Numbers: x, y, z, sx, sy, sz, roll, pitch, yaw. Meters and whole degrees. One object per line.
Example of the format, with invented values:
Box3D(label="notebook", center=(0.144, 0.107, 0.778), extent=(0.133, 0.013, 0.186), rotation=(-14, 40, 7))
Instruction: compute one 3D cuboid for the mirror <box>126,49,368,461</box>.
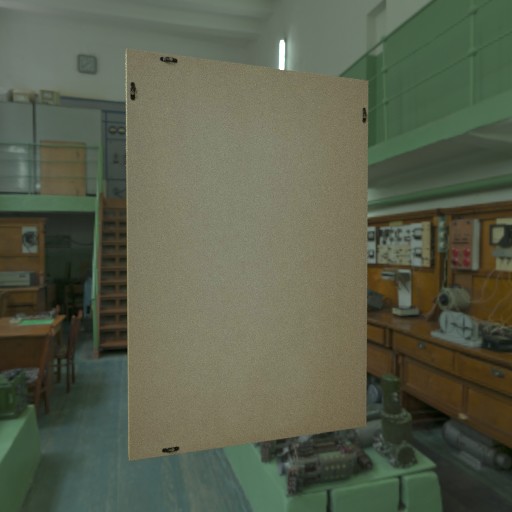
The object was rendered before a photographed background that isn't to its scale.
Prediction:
Box3D(label="mirror", center=(0.000, 0.000, 1.092), extent=(0.609, 0.915, 0.041), rotation=(0, 1, -18))
